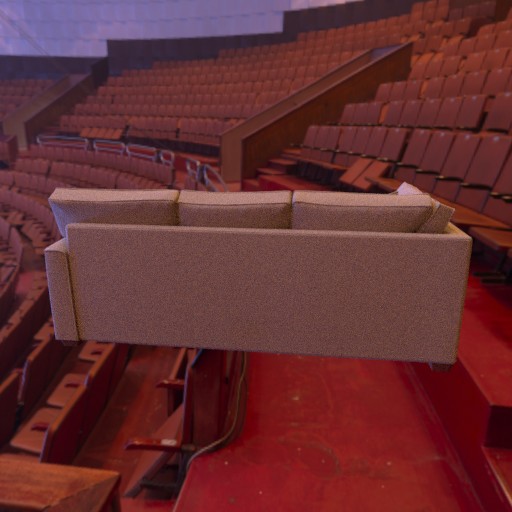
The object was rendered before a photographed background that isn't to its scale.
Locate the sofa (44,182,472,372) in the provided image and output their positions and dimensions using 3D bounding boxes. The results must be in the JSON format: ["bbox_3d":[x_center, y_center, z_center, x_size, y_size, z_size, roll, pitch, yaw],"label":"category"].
[{"bbox_3d":[0.000,0.000,2.900,2.317,0.962,1.061,2,16,7],"label":"sofa"}]
